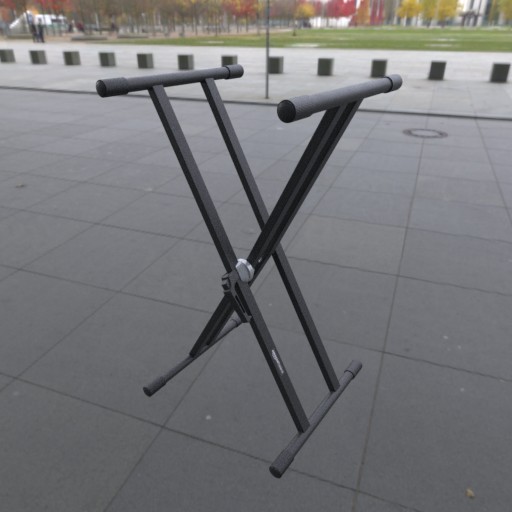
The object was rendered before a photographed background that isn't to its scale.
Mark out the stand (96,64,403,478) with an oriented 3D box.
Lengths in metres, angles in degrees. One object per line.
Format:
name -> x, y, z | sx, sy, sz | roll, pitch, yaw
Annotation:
stand -> 0.000, 0.000, 1.195 | 0.503, 0.900, 0.495 | 19, 33, 31
